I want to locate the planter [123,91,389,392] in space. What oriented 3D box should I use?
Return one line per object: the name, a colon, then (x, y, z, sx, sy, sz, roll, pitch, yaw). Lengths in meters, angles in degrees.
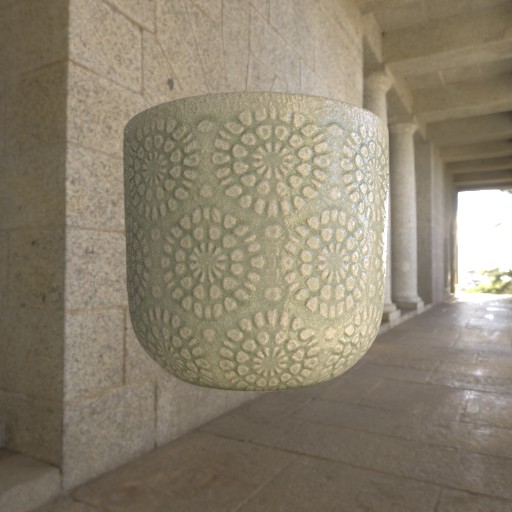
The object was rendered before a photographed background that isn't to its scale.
planter: (0.000, 0.000, 0.293, 0.169, 0.153, 0.169, 0, -2, 0)
